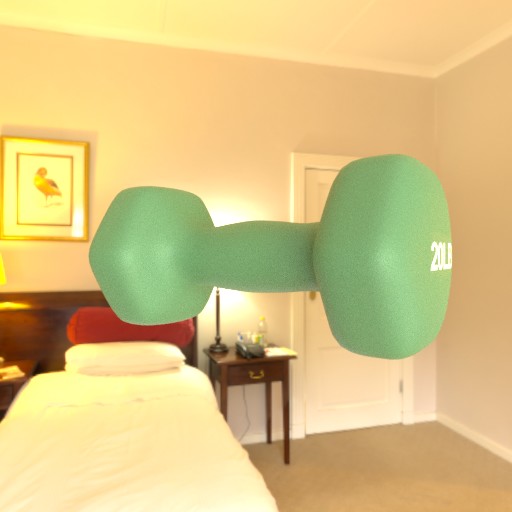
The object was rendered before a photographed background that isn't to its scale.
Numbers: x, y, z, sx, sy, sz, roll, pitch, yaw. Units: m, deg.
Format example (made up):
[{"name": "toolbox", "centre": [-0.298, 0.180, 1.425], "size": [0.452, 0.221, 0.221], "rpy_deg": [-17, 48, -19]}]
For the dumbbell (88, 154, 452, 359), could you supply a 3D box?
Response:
[{"name": "dumbbell", "centre": [0.000, 0.000, 0.321], "size": [0.257, 0.114, 0.126], "rpy_deg": [0, 1, 36]}]
